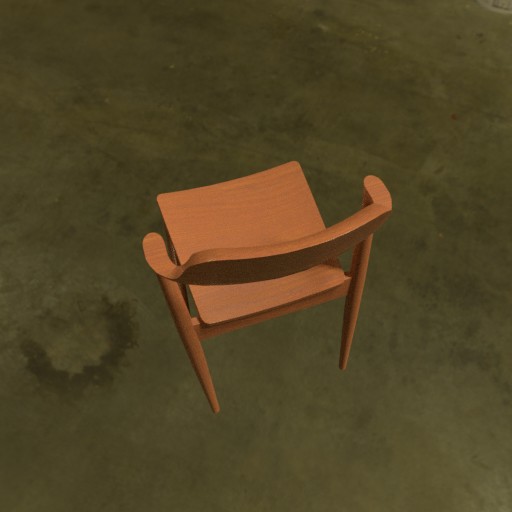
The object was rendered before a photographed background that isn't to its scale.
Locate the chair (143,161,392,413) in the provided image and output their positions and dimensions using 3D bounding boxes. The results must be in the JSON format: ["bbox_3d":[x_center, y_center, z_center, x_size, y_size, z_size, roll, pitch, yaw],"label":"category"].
[{"bbox_3d":[0.000,0.000,1.141,0.496,0.801,0.499,-16,59,-10],"label":"chair"}]
